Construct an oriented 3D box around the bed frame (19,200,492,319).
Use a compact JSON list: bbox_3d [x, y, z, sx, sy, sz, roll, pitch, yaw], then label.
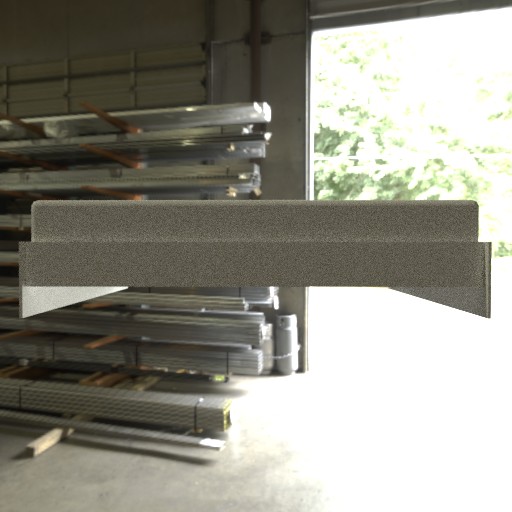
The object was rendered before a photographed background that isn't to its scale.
[{"bbox_3d":[0.000,0.000,2.546,1.945,0.497,1.445,0,1,1],"label":"bed frame"}]
